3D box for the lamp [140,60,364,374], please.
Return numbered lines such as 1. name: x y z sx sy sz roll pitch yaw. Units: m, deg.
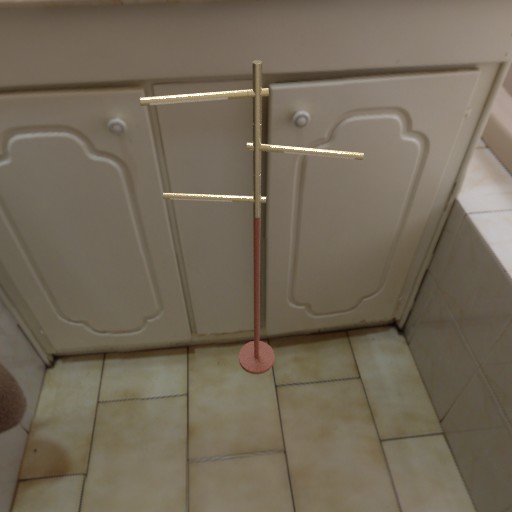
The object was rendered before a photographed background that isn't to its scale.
1. lamp: 0.000 0.000 1.972 0.737 1.704 0.209 -3 46 -3
